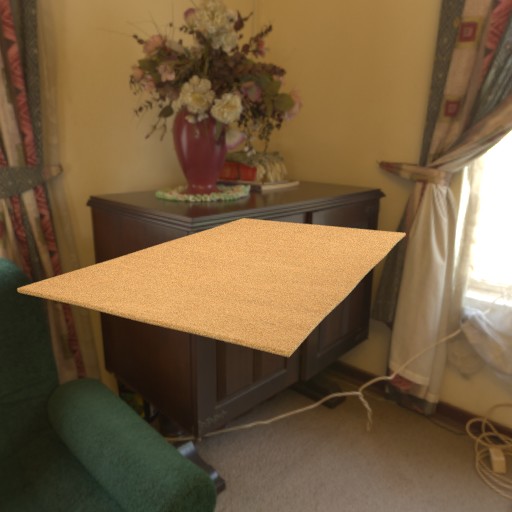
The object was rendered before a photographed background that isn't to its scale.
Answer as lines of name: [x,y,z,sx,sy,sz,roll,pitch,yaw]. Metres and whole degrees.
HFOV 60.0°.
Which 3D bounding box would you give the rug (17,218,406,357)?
rug: [0.000,0.000,2.913,1.500,0.025,2.346,8,16,27]
